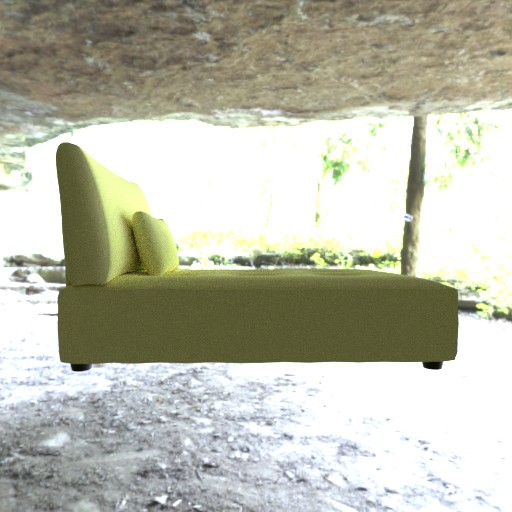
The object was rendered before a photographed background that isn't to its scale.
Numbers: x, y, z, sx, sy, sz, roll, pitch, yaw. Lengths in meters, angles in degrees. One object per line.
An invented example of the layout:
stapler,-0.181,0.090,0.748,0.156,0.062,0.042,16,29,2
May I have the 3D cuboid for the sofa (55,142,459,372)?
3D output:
sofa,0.000,0.000,2.022,1.450,0.820,0.930,0,1,-1
